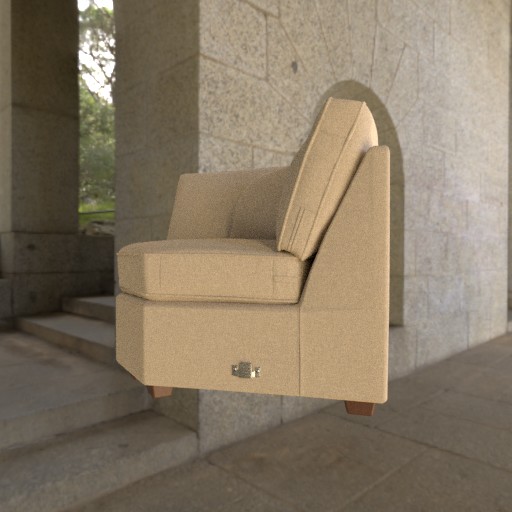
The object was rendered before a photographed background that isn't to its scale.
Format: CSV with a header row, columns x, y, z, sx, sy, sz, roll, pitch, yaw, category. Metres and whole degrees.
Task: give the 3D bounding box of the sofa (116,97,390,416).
x,y,z,sx,sy,sz,roll,pitch,yaw,category
0.000,0.000,1.842,1.050,0.937,1.042,0,1,16,sofa
